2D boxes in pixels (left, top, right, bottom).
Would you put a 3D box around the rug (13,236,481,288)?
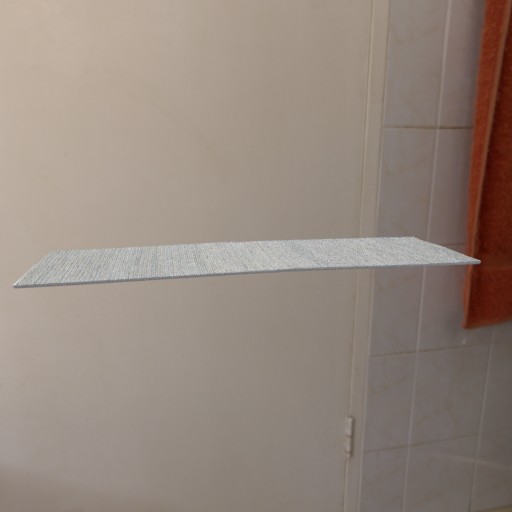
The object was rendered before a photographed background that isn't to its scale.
[{"bbox_3d":[0.000,0.000,2.499,2.341,0.037,0.675,-3,14,-10],"label":"rug"}]
